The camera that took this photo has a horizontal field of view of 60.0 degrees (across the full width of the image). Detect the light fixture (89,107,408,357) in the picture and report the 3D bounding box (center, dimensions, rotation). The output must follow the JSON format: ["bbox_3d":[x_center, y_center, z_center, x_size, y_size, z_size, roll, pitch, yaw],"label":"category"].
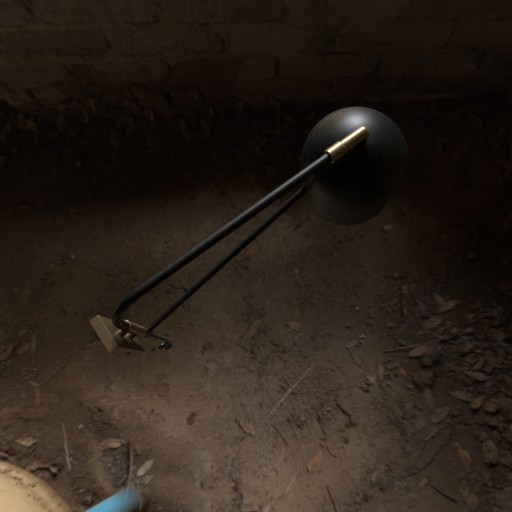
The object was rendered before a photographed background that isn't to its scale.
[{"bbox_3d":[0.000,0.000,1.087,0.720,0.696,0.215,-35,78,-9],"label":"light fixture"}]
